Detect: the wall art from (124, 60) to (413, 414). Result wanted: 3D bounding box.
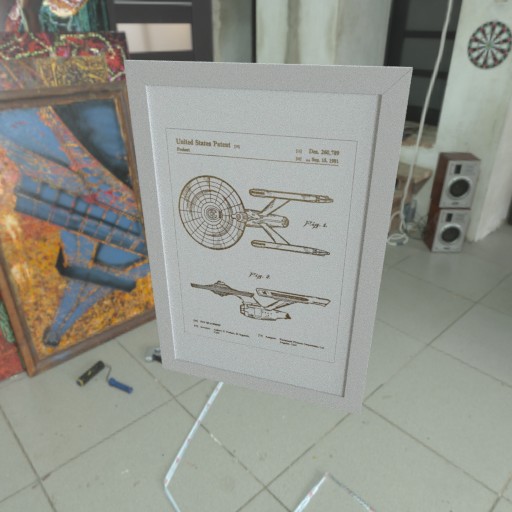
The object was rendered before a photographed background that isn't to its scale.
[{"bbox_3d":[0.000,0.000,0.825,0.454,0.659,0.011,8,29,16],"label":"wall art"}]
